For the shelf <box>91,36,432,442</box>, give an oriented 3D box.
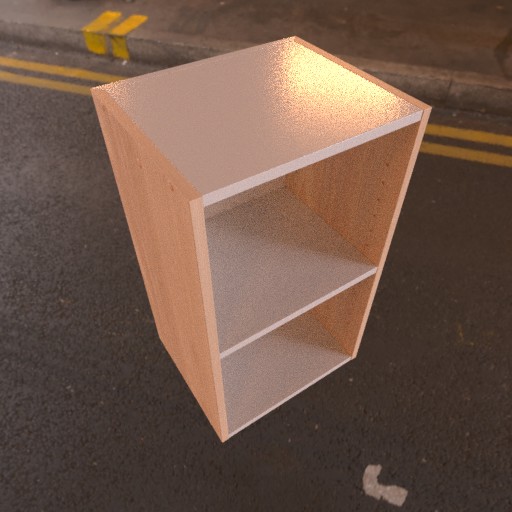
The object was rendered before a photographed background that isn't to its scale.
[{"bbox_3d":[0.000,0.000,0.798,0.350,0.600,0.290,-25,51,-22],"label":"shelf"}]
